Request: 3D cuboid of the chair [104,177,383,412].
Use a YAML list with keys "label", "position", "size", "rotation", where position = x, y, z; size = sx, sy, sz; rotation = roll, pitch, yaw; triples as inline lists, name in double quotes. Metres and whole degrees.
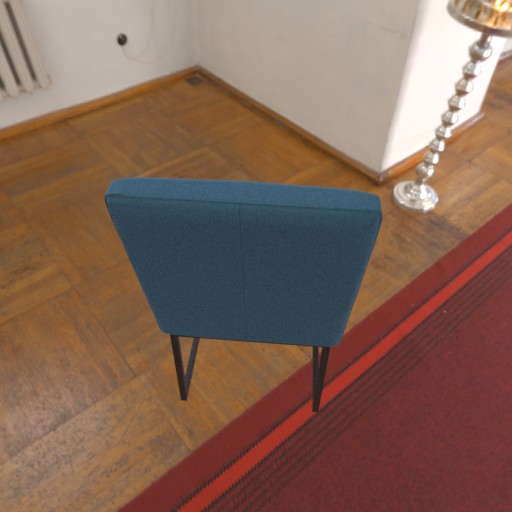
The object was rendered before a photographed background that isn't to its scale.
- label: "chair"
  position: [0.000, 0.000, 1.322]
  size: [0.520, 0.930, 0.634]
  rotation: [4, 47, 4]
